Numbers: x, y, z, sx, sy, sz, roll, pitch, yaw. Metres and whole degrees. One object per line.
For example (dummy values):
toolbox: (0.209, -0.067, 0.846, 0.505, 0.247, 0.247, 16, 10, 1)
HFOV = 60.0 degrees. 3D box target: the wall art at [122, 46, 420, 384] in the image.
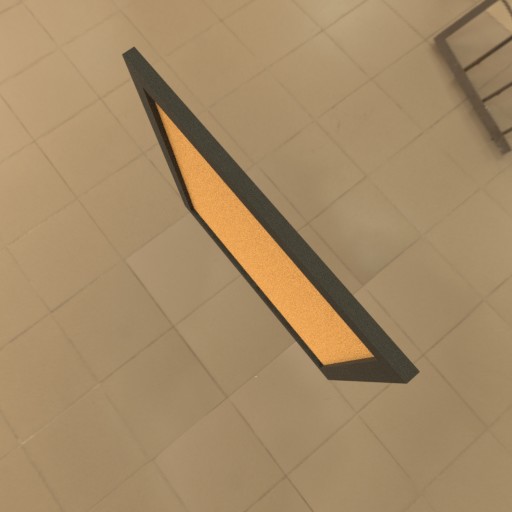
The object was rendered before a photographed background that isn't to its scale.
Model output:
wall art: (0.000, 0.000, 1.494, 0.038, 1.016, 1.016, -38, 78, -10)
